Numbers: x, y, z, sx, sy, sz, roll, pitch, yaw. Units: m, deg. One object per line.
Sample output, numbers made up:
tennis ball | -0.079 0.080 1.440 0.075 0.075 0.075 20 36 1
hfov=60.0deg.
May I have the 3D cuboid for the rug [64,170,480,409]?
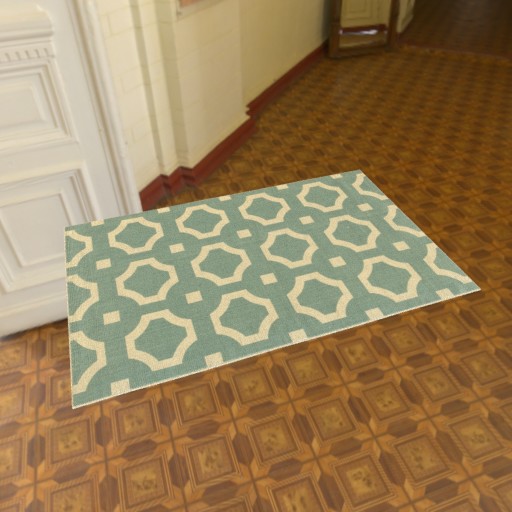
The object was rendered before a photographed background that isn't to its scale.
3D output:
rug | 0.000 0.000 3.005 2.443 0.015 1.528 -13 43 -14
